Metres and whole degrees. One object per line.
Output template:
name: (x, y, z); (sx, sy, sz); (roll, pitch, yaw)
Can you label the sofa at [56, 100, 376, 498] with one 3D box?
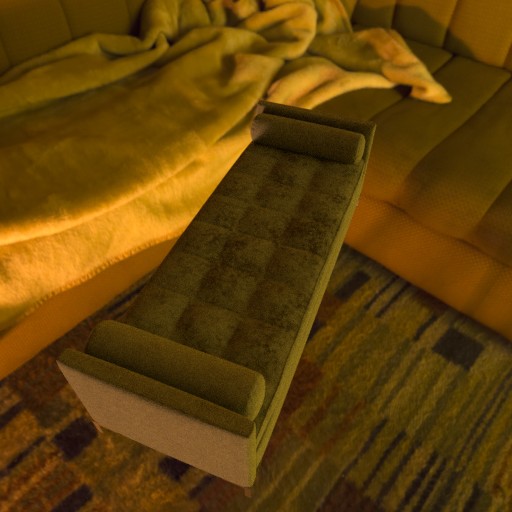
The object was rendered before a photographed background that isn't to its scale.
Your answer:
sofa: (0.000, 0.000, 2.408); (0.797, 0.657, 2.102); (16, 49, 14)
